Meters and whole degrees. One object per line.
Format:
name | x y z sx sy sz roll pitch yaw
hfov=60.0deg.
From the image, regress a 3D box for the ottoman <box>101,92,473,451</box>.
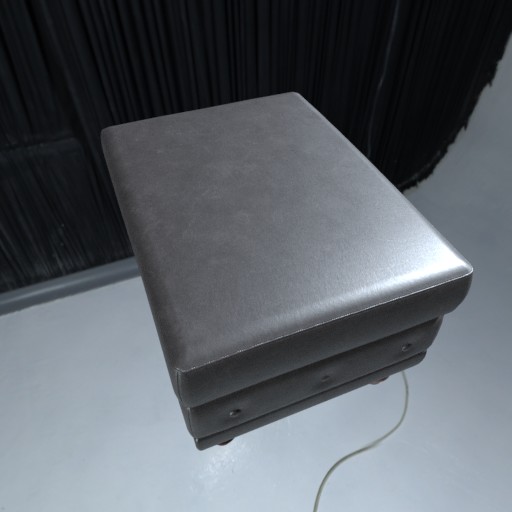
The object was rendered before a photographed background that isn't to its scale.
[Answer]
ottoman | 0.000 0.000 1.151 0.590 0.498 0.795 -16 48 -15
